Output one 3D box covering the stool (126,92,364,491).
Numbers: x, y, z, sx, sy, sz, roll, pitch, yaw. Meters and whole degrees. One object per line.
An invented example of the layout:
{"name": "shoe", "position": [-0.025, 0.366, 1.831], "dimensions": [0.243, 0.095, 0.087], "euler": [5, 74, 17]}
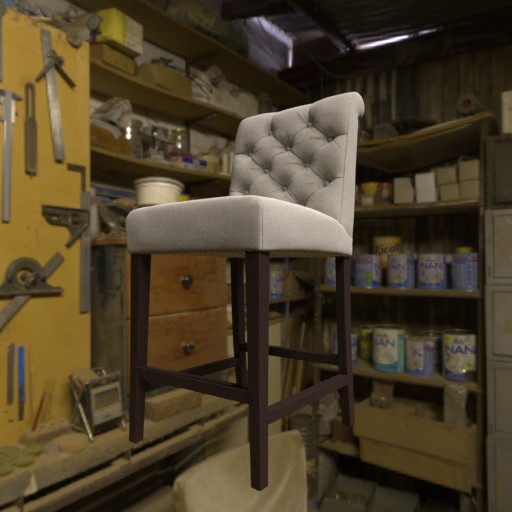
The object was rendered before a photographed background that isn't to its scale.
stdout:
{"name": "stool", "position": [0.000, 0.000, 1.332], "dimensions": [0.493, 1.040, 0.601], "euler": [-1, -1, 37]}
